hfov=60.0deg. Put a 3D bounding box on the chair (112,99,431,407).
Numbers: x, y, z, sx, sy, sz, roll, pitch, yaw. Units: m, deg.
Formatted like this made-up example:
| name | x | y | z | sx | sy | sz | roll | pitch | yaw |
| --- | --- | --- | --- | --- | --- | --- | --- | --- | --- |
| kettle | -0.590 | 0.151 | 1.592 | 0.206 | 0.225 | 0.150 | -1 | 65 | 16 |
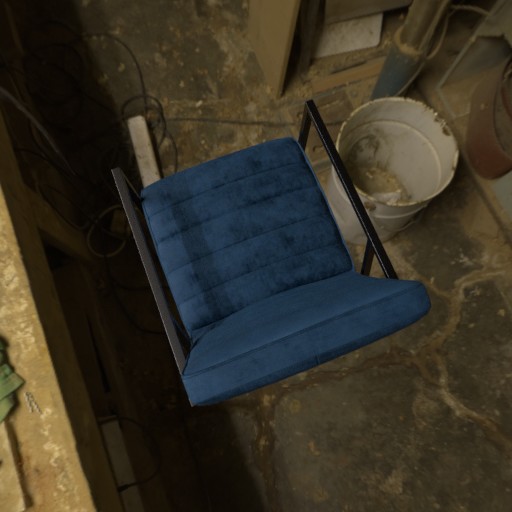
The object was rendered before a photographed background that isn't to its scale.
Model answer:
| name | x | y | z | sx | sy | sz | roll | pitch | yaw |
| --- | --- | --- | --- | --- | --- | --- | --- | --- | --- |
| chair | 0.000 | 0.000 | 1.307 | 0.571 | 0.833 | 0.677 | -21 | 77 | -5 |
